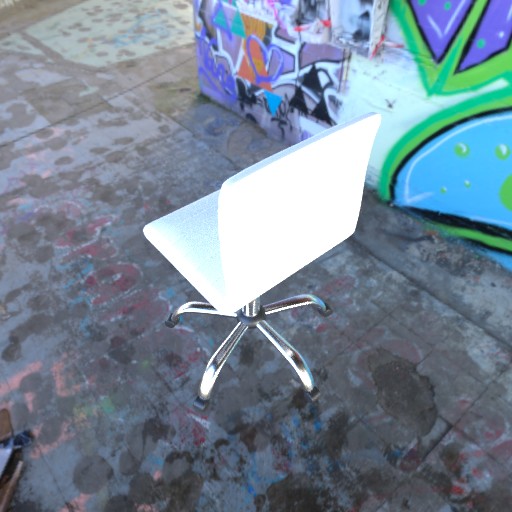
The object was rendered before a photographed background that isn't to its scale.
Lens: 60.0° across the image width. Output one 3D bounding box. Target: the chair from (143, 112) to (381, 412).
[{"bbox_3d":[0.000,0.000,1.139,0.556,0.780,0.530,-31,52,-28],"label":"chair"}]
